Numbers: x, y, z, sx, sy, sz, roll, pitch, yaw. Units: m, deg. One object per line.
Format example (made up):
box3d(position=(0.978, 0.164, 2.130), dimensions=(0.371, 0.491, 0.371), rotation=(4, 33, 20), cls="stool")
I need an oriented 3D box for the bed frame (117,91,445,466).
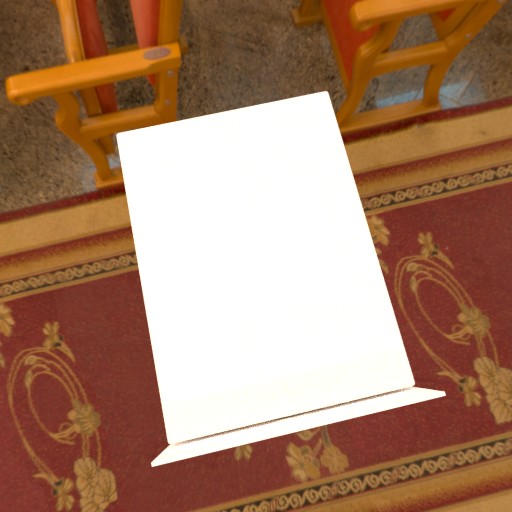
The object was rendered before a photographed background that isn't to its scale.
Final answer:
box3d(position=(0.000, 0.000, 2.655), dimensions=(1.400, 0.800, 1.900), rotation=(-12, 77, -3), cls="bed frame")
